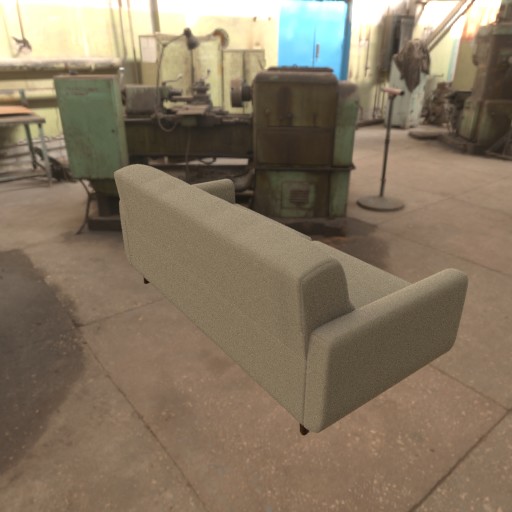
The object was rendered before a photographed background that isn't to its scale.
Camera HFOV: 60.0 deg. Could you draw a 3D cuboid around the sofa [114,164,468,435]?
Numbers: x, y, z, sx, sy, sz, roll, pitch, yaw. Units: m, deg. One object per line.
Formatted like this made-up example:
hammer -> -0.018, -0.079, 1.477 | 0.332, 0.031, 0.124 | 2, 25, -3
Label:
sofa -> 0.000, 0.000, 2.680 | 0.980, 0.892, 2.137 | -17, 30, -32
